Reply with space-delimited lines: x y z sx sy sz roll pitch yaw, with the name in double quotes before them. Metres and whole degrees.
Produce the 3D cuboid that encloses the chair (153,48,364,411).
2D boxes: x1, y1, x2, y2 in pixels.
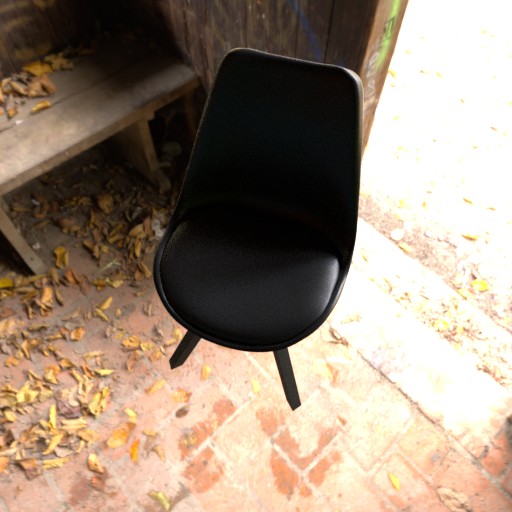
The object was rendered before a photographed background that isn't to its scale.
"chair" 0.000 0.000 1.178 0.485 0.850 0.530 16 59 10
